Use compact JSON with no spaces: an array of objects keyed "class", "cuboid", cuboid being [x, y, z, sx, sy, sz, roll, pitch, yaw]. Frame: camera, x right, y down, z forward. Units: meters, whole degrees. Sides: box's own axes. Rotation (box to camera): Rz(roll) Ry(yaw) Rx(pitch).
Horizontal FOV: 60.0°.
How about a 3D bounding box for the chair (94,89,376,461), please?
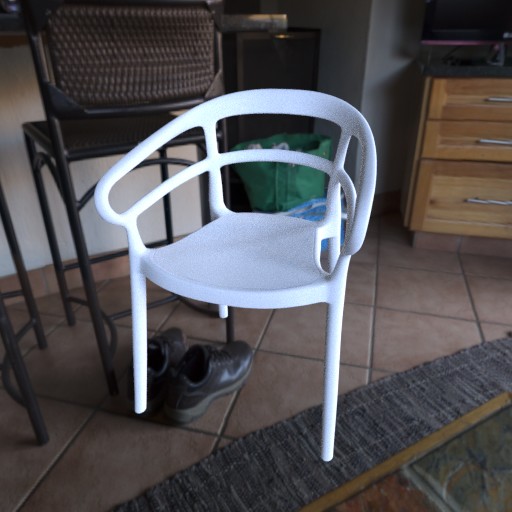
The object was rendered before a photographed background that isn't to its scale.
[{"class":"chair","cuboid":[0.000,0.000,1.142,0.559,0.761,0.527,8,27,15]}]
